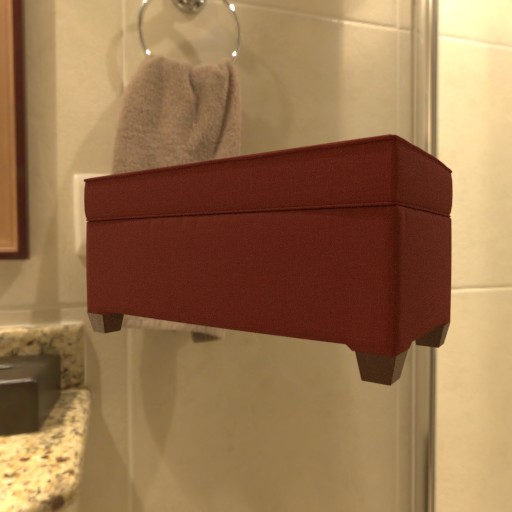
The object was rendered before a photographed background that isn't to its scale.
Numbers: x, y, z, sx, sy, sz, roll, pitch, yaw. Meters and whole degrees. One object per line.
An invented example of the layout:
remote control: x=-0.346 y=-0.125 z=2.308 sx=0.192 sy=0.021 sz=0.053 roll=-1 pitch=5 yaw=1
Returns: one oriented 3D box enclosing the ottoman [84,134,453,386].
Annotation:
ottoman: x=0.000 y=0.000 z=1.230 sx=0.948 sy=0.454 sz=0.497 roll=1 pitch=2 yaw=35
